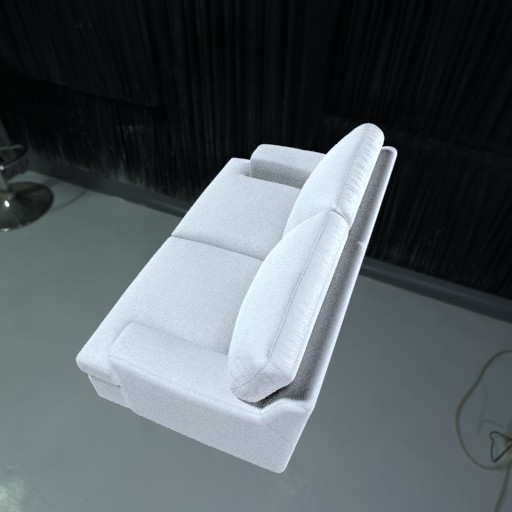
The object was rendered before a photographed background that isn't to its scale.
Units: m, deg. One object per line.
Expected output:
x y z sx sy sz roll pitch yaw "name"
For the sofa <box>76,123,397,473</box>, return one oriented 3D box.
0.000 0.000 2.475 1.143 0.940 1.880 16 48 15 "sofa"
